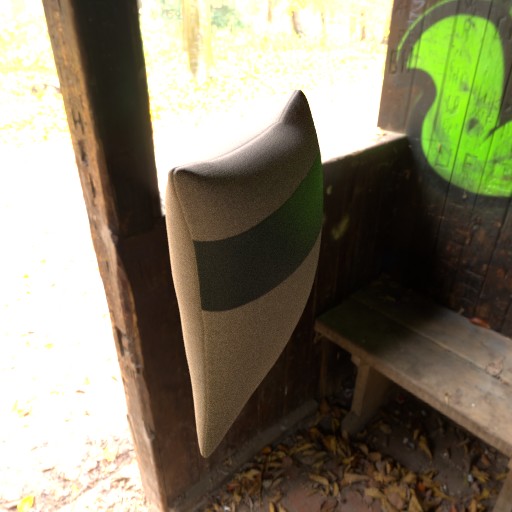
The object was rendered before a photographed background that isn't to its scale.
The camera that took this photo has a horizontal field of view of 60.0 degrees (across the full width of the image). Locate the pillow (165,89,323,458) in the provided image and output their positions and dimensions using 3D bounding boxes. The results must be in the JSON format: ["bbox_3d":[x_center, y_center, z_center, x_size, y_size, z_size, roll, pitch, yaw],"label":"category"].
[{"bbox_3d":[0.000,0.000,0.648,0.173,0.399,0.414,10,32,17],"label":"pillow"}]
